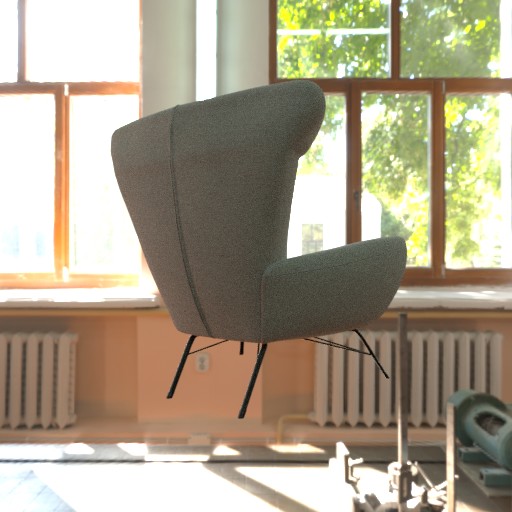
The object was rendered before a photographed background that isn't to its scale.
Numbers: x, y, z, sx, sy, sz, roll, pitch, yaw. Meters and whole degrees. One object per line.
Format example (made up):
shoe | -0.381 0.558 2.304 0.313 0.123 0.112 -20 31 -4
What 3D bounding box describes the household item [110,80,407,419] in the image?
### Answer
household item | 0.000 0.000 1.780 0.980 1.050 0.900 0 0 35
